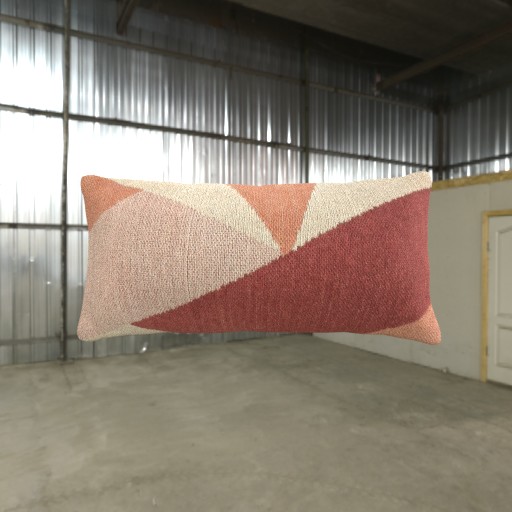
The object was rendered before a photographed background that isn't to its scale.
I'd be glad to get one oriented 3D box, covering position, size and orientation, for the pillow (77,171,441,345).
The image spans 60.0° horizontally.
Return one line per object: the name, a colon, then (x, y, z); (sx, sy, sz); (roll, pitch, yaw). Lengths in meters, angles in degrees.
pillow: (0.000, 0.000, 0.749); (0.609, 0.292, 0.155); (0, 1, 0)
